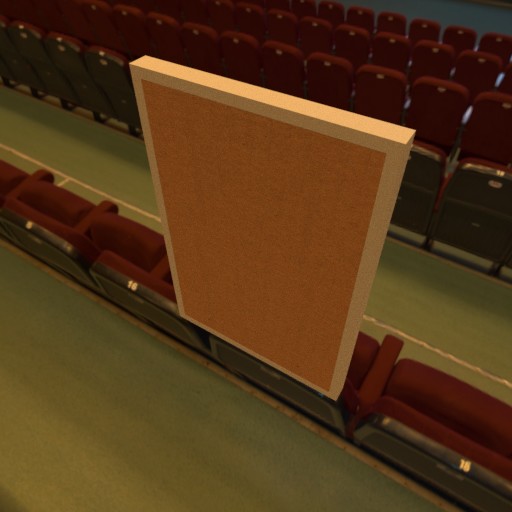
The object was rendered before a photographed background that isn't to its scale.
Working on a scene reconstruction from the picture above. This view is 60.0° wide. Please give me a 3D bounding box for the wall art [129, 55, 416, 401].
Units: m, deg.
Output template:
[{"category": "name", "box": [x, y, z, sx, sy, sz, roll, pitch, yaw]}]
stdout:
[{"category": "wall art", "box": [0.000, 0.000, 0.561, 0.293, 0.428, 0.025, 24, 50, 22]}]
